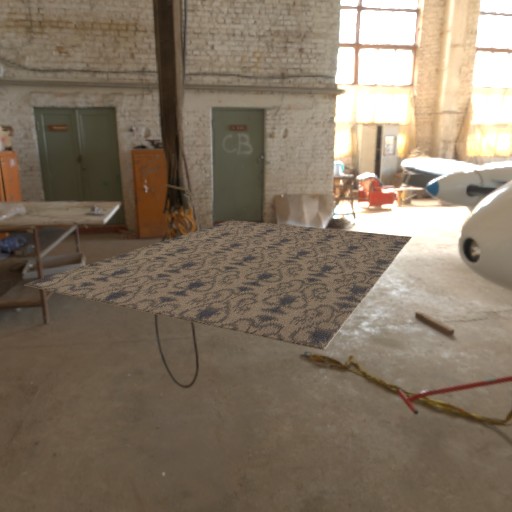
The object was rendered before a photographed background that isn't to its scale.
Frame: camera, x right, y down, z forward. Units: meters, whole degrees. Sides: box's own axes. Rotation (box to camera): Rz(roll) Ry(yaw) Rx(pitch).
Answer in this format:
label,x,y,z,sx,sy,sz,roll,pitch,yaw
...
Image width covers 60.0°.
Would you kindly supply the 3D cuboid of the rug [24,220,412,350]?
label,x,y,z,sx,sy,sz,roll,pitch,yaw
rug,0.000,0.000,4.285,2.437,0.015,3.205,7,16,26
